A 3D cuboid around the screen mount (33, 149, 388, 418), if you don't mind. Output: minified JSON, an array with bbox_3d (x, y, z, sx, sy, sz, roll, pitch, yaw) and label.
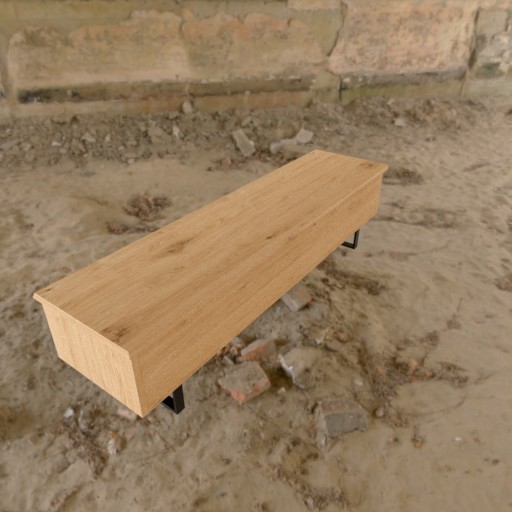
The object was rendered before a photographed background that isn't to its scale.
[{"bbox_3d":[0.000,0.000,1.925,0.450,0.430,1.700,21,37,30],"label":"screen mount"}]
